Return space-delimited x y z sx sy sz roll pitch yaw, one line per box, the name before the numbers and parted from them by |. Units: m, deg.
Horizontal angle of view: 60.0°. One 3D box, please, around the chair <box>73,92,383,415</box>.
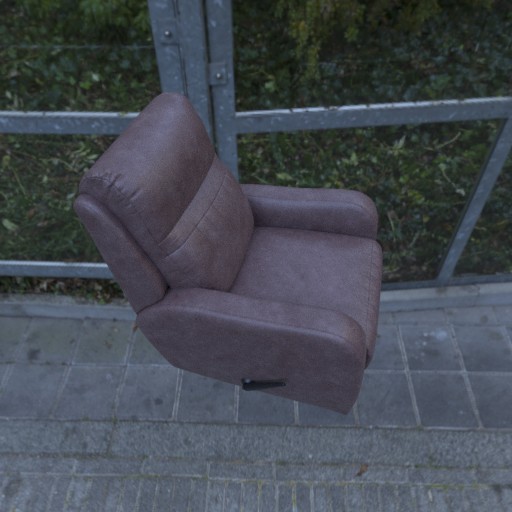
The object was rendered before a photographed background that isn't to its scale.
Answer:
chair | 0.000 0.000 1.844 1.067 1.067 0.865 11 47 10
